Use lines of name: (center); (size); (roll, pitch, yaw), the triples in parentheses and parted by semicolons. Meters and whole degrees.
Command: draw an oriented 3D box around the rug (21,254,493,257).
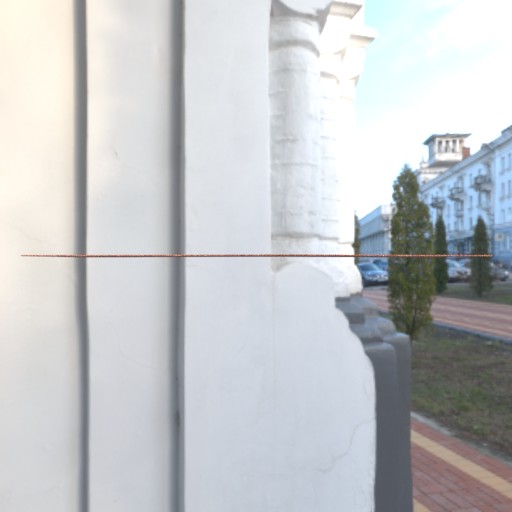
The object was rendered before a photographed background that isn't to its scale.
rug: (0.000, 0.000, 2.561); (2.353, 0.013, 0.718); (0, -1, 0)
